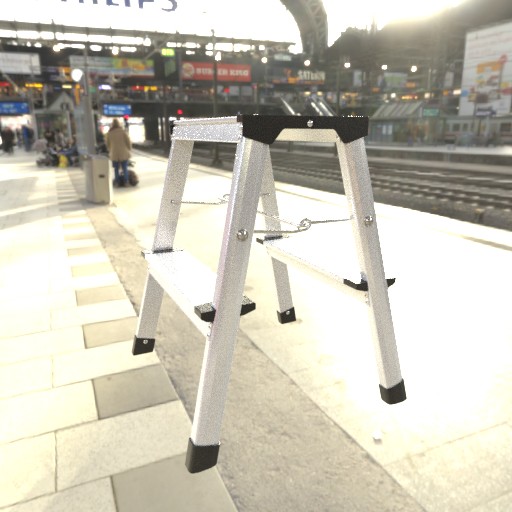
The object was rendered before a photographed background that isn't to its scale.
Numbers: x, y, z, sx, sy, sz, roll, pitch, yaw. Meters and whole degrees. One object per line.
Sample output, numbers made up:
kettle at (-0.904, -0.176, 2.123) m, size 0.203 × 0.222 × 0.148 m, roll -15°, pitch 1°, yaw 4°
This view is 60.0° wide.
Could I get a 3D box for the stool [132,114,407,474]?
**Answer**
stool at (0.000, 0.000, 0.808) m, size 0.405 × 0.480 × 0.404 m, roll -8°, pitch 17°, yaw -25°
